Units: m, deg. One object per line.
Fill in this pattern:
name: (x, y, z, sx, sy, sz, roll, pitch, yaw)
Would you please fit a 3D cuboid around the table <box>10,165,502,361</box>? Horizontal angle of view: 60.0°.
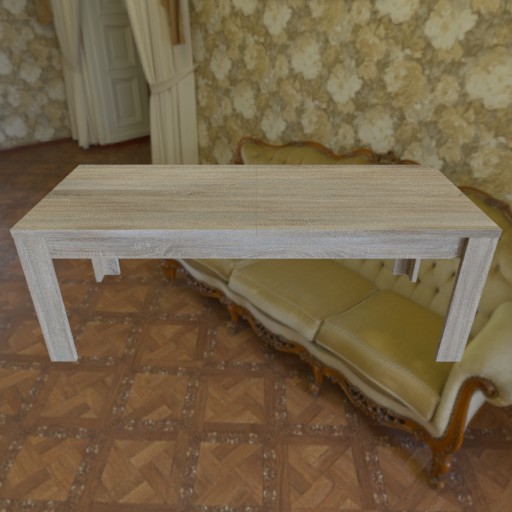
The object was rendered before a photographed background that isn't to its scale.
table: (0.000, 0.000, 2.566, 2.200, 0.790, 0.900, 0, 30, 0)
